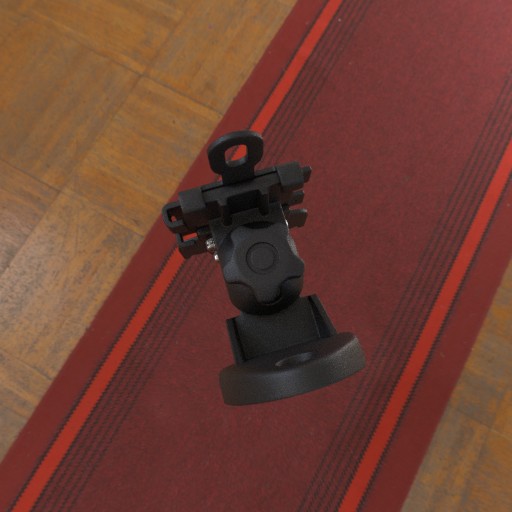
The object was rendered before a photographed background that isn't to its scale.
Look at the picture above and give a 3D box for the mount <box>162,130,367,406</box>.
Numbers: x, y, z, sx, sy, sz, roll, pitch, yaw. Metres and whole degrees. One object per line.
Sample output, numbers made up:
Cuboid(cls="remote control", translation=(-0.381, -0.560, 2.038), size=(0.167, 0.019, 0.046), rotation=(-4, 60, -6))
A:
Cuboid(cls="mount", translation=(0.000, 0.000, 0.176), size=(0.066, 0.118, 0.100), rotation=(-16, 77, -4))
